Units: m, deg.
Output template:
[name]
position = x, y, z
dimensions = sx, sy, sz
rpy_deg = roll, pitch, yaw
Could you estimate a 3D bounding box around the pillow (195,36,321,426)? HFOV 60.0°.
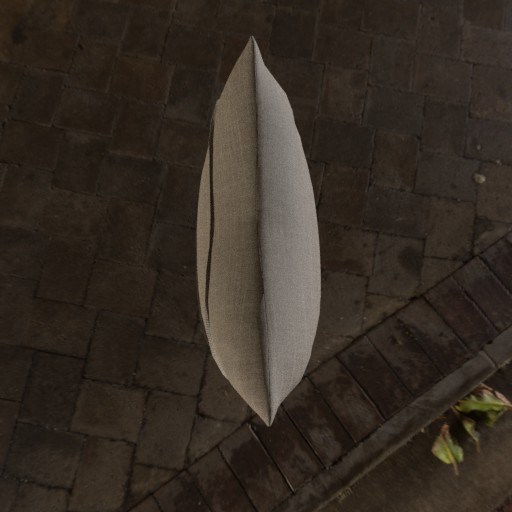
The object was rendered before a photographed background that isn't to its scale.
[pillow]
position = 0.000, 0.000, 0.634
dimensions = 0.169, 0.400, 0.424
rpy_deg = -2, 77, -1
